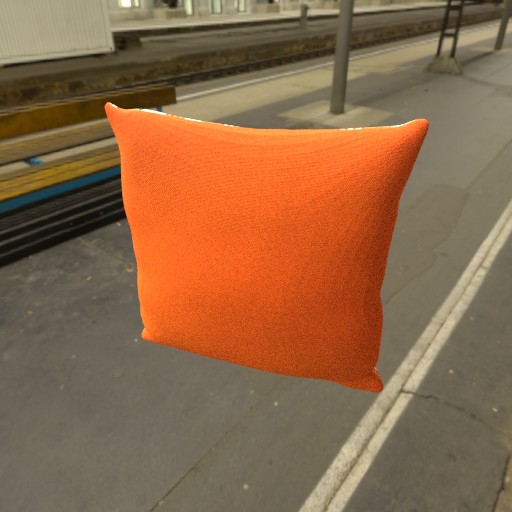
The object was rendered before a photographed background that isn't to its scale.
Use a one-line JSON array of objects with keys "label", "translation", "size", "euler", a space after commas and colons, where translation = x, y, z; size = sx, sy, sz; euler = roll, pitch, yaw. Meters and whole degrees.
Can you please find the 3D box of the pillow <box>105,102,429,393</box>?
[{"label": "pillow", "translation": [0.000, 0.000, 0.676], "size": [0.440, 0.441, 0.182], "euler": [9, 32, 14]}]
